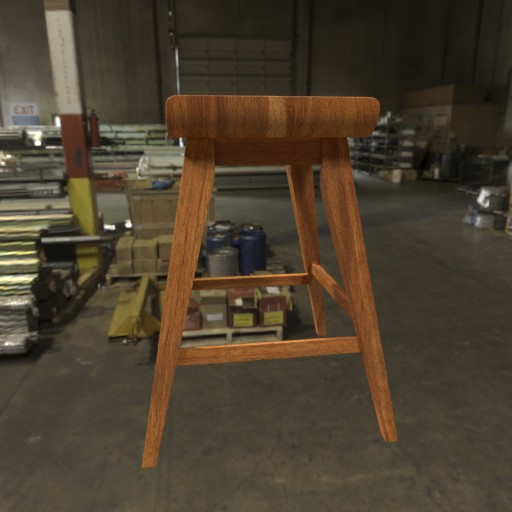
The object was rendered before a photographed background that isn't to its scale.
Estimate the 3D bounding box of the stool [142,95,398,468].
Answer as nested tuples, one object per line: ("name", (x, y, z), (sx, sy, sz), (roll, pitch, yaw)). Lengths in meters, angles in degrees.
("stool", (0.000, 0.000, 1.000), (0.500, 0.650, 0.500), (-2, 16, -8))
